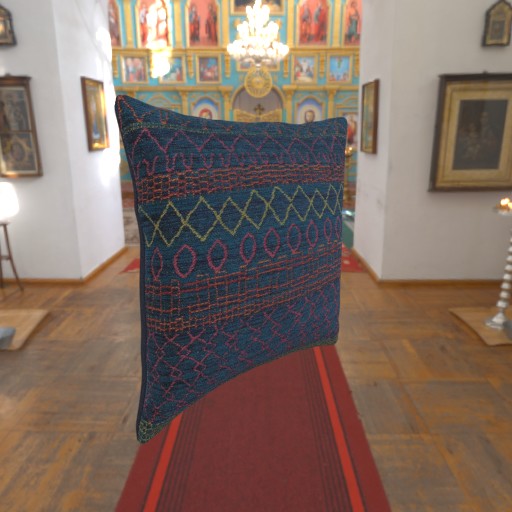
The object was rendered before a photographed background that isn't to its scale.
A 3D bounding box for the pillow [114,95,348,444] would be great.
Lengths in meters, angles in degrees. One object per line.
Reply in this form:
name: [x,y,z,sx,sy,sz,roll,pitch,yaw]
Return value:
pillow: [0.000,0.000,0.671,0.431,0.431,0.141,-13,19,-43]
